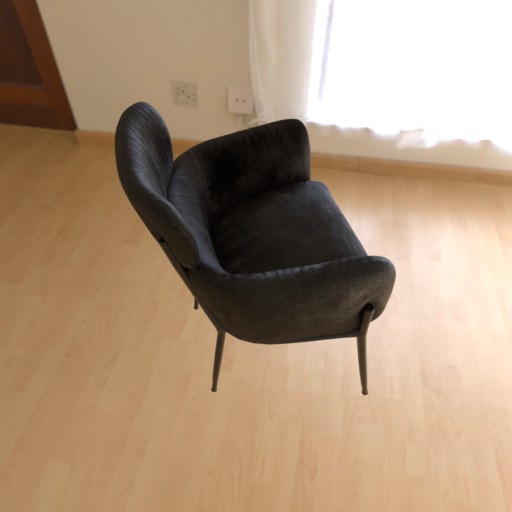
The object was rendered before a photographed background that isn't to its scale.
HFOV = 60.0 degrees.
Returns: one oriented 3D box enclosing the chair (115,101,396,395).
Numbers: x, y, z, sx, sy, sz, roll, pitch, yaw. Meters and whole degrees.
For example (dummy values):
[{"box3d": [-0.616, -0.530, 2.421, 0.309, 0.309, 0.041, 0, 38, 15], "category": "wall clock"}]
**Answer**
[{"box3d": [0.000, 0.000, 1.256, 0.604, 0.818, 0.640, -11, 48, -10], "category": "chair"}]
